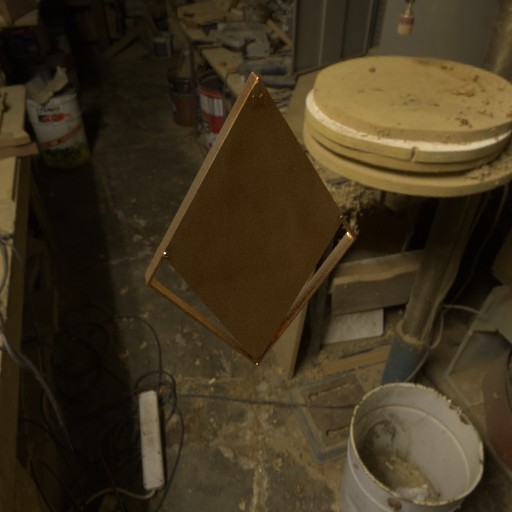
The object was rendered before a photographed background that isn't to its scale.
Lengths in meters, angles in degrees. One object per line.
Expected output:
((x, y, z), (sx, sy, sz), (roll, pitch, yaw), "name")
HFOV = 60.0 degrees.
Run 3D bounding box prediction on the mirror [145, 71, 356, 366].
((0.000, 0.000, 0.850), (0.419, 0.679, 0.032), (-12, 42, -14), "mirror")
